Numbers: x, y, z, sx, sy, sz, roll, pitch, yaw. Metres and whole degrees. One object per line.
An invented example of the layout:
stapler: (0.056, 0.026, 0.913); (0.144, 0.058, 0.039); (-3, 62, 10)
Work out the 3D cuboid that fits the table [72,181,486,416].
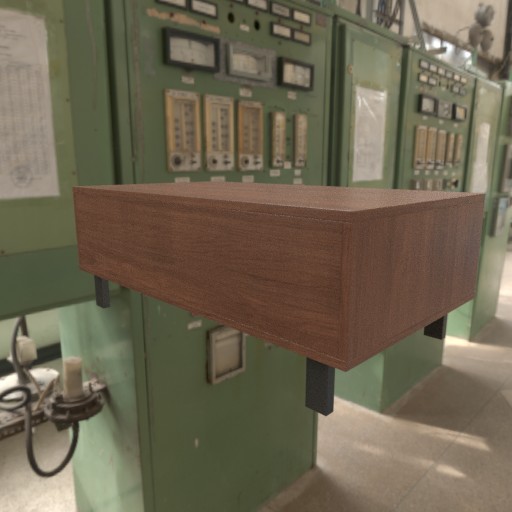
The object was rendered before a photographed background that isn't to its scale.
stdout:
table: (0.000, 0.000, 1.275); (0.600, 0.380, 1.020); (-12, 17, -44)
